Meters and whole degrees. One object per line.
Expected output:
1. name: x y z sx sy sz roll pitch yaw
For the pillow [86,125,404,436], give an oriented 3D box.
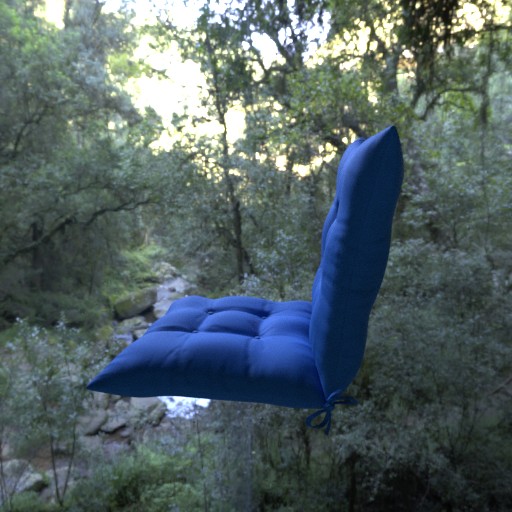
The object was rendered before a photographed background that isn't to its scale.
1. pillow: 0.000 0.000 0.999 0.585 0.536 0.541 2 14 8
